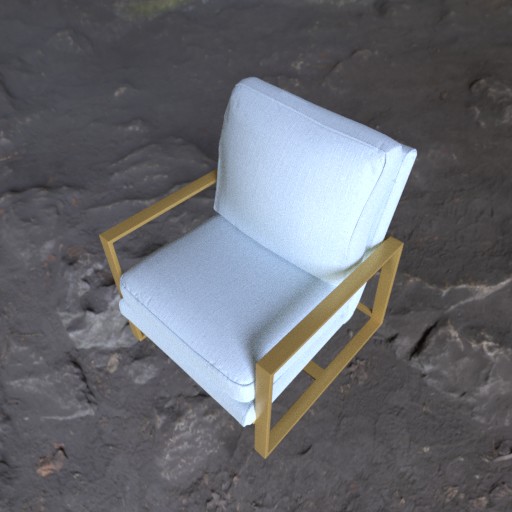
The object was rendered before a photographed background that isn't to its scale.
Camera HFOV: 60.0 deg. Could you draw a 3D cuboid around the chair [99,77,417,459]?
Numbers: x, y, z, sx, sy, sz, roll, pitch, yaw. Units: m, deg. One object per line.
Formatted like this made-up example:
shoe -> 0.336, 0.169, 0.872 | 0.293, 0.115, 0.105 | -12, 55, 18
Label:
chair -> 0.000, 0.000, 1.557 | 0.758, 0.956, 0.813 | 34, 56, 28
